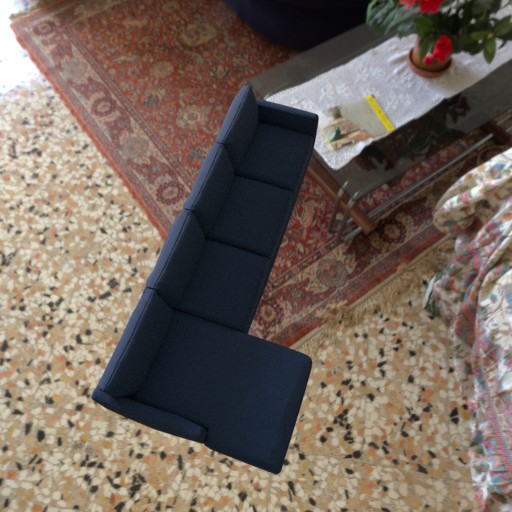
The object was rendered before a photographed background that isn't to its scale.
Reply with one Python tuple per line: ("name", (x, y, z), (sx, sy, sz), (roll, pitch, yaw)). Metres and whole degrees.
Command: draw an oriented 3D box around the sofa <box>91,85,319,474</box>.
("sofa", (0.000, 0.000, 3.003), (1.128, 0.679, 2.450), (17, 65, 8))
